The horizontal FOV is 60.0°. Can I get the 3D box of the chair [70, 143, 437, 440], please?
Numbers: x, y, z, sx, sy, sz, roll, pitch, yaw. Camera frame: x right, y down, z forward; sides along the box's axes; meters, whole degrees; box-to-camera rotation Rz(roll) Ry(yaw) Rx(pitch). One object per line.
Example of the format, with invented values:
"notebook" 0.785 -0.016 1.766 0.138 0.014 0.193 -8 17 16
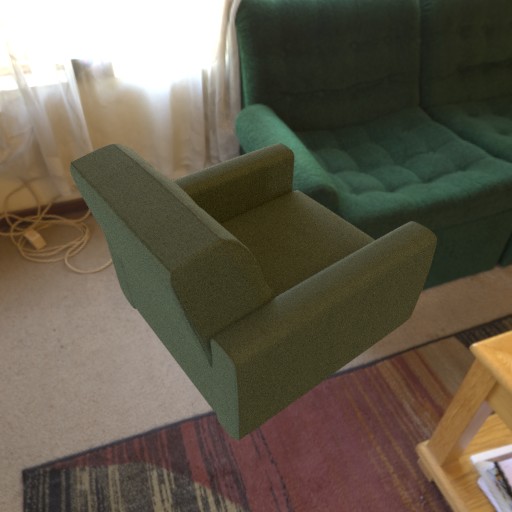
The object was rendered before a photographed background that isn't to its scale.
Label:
"chair" 0.000 0.000 1.550 0.909 0.841 0.831 -27 48 -27
